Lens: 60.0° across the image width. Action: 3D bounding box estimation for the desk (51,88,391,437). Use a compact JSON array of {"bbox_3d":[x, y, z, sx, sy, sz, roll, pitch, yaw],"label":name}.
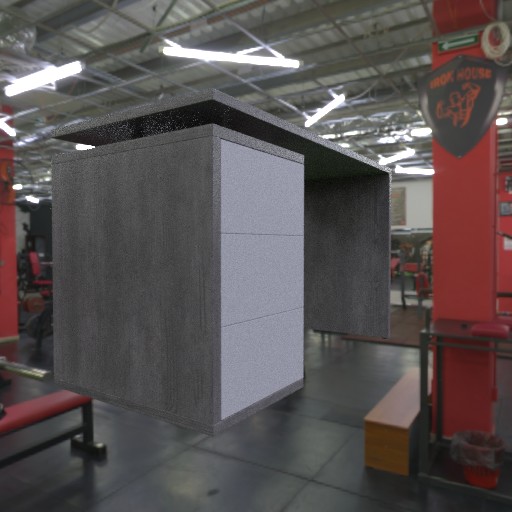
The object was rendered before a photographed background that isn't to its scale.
[{"bbox_3d":[0.000,0.000,1.602,0.600,0.740,1.200,1,2,34],"label":"desk"}]
